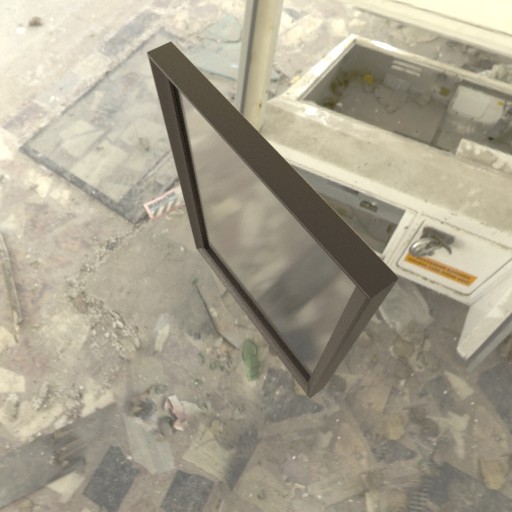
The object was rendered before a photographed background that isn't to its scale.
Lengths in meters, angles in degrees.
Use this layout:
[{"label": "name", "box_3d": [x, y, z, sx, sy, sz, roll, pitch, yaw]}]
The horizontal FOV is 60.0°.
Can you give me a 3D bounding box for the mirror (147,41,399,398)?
[{"label": "mirror", "box_3d": [0.000, 0.000, 0.704, 0.041, 0.509, 0.406, -33, 67, -16]}]
